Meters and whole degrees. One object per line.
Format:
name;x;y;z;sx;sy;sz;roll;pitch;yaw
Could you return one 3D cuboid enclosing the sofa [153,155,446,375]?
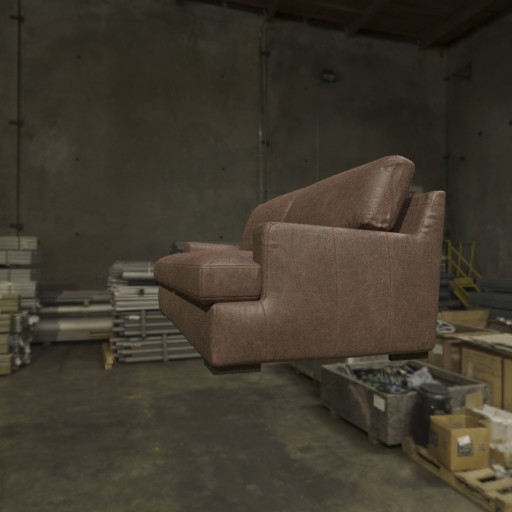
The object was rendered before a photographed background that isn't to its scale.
sofa;0.000;0.000;2.871;1.143;0.941;2.261;0;-1;-17
